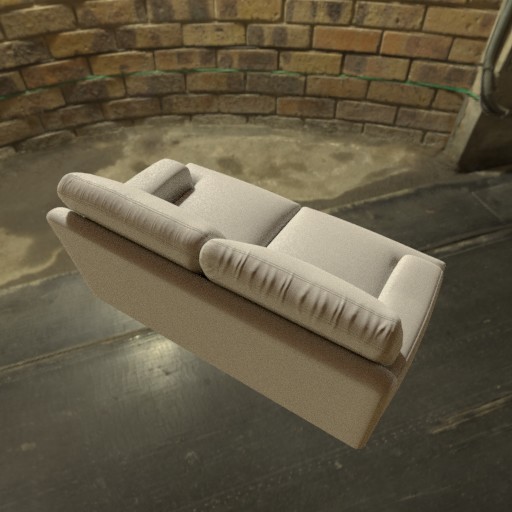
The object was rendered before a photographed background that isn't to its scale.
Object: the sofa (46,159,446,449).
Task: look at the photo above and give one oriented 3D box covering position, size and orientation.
[{"bbox_3d":[0.000,0.000,2.435,1.880,0.940,1.143,25,52,21],"label":"sofa"}]
